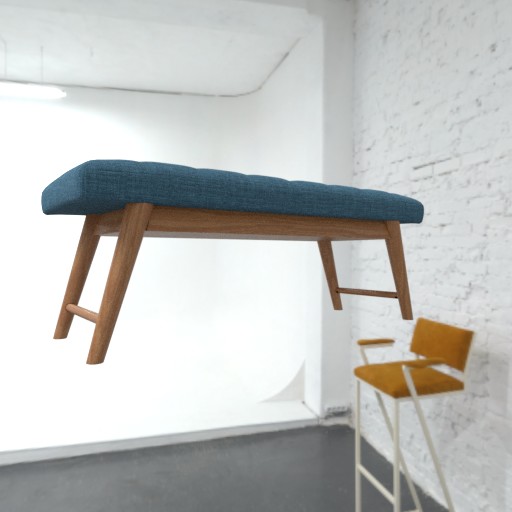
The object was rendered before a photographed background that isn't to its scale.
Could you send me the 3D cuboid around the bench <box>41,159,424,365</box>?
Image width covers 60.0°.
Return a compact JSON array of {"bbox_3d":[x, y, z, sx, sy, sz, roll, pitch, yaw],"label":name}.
[{"bbox_3d":[0.000,0.000,1.336,1.118,0.432,0.406,0,0,-35],"label":"bench"}]
